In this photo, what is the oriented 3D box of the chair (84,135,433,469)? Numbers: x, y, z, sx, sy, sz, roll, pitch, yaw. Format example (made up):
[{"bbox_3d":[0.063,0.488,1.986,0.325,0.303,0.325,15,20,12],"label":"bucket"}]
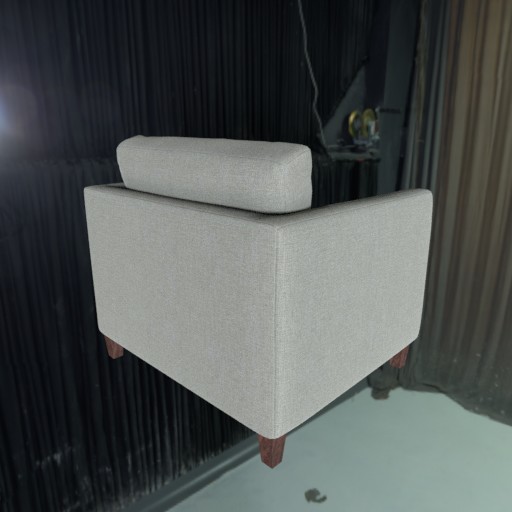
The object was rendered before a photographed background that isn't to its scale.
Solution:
[{"bbox_3d":[0.000,0.000,1.840,1.107,0.963,0.959,15,22,42],"label":"chair"}]
